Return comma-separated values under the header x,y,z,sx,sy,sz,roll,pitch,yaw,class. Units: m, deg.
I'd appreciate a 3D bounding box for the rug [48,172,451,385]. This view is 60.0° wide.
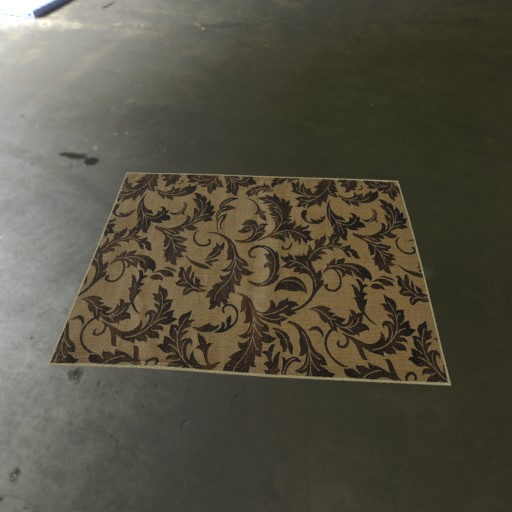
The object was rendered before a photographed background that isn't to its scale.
x,y,z,sx,sy,sz,roll,pitch,yaw,class
0.000,0.000,4.042,2.977,0.008,2.380,2,47,2,rug
